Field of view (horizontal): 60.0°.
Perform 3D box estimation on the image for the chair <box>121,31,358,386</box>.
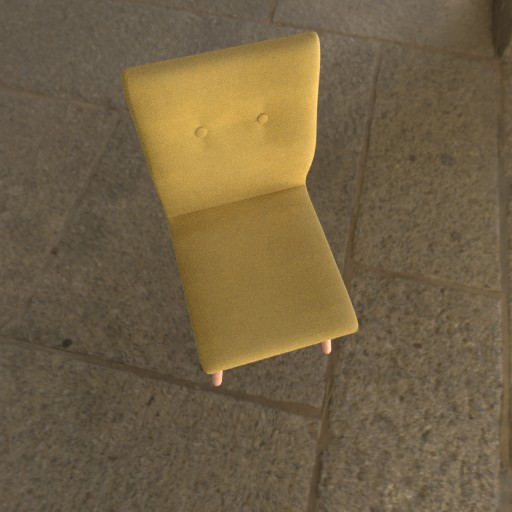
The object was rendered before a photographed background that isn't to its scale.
[{"bbox_3d":[0.000,0.000,1.271,0.450,0.965,0.550,-15,65,-7],"label":"chair"}]
